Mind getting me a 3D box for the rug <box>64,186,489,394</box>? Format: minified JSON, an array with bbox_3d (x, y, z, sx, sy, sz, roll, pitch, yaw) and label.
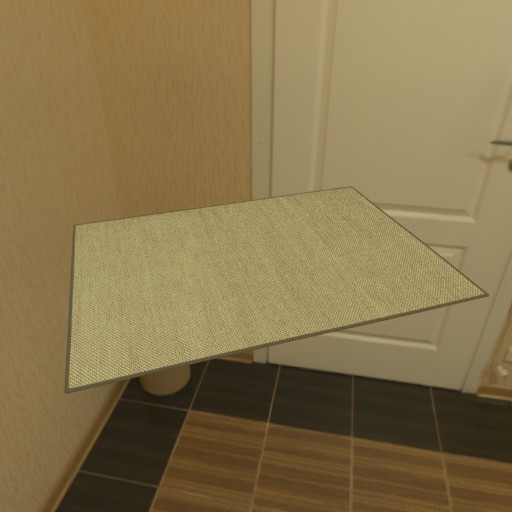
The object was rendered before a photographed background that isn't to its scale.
[{"bbox_3d":[0.000,0.000,2.693,2.133,0.012,1.523,-10,34,-15],"label":"rug"}]
